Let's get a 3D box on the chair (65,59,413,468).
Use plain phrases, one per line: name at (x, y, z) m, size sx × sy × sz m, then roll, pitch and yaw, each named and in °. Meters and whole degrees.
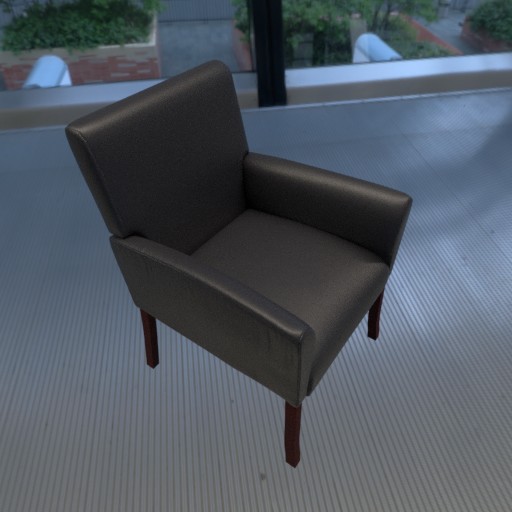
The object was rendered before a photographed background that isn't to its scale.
chair at (0.000, 0.000, 1.460) m, size 0.772 × 0.951 × 0.683 m, roll 26°, pitch 48°, yaw 25°
